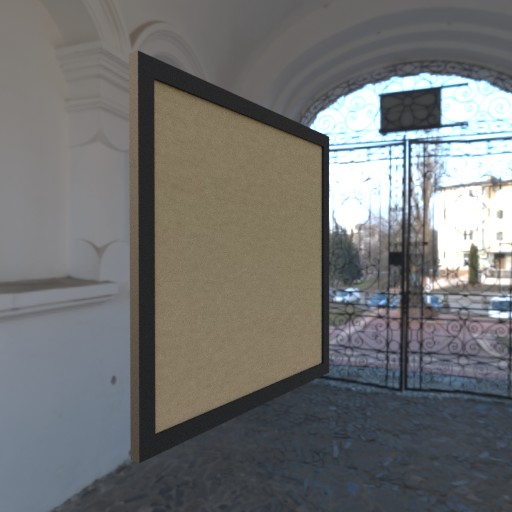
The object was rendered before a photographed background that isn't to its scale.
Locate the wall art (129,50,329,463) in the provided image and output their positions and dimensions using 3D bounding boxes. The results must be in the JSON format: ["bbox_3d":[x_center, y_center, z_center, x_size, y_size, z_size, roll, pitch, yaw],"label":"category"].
[{"bbox_3d":[0.000,0.000,0.530,0.012,0.357,0.358,0,1,36],"label":"wall art"}]
